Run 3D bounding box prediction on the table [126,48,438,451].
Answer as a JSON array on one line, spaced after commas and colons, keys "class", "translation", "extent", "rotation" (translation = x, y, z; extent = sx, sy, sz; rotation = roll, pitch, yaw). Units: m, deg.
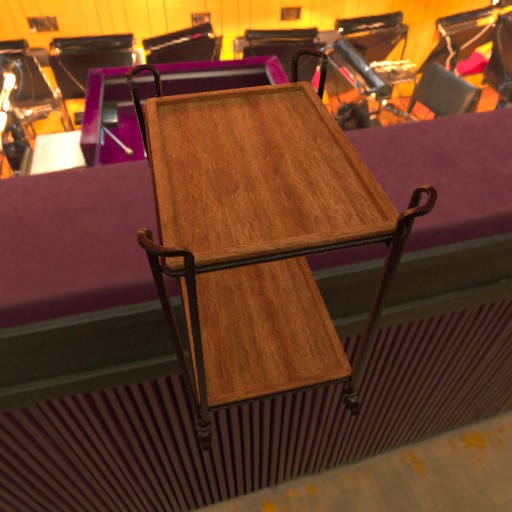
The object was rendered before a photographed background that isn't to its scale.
[{"class": "table", "translation": [0.000, 0.000, 1.185], "extent": [0.505, 0.785, 0.672], "rotation": [-10, 48, -9]}]
